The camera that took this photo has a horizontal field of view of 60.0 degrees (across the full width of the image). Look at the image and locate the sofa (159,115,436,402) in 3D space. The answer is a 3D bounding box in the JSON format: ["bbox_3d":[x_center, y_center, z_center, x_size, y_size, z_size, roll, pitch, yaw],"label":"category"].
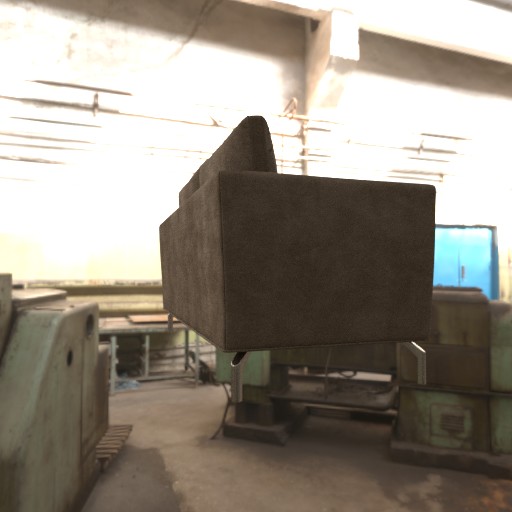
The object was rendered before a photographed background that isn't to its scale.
[{"bbox_3d":[0.000,0.000,2.382,0.855,1.013,1.832,1,-2,-18],"label":"sofa"}]
